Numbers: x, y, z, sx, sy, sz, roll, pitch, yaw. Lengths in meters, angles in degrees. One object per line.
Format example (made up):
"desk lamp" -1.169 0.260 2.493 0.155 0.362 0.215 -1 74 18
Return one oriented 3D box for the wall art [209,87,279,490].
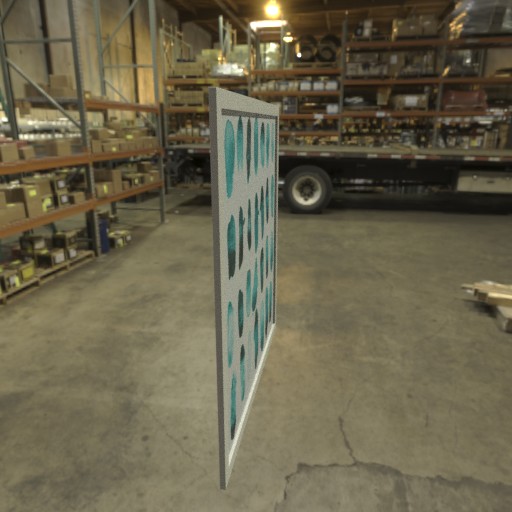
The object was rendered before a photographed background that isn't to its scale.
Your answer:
"wall art" 0.000 0.000 1.223 0.013 0.813 0.812 3 17 10
